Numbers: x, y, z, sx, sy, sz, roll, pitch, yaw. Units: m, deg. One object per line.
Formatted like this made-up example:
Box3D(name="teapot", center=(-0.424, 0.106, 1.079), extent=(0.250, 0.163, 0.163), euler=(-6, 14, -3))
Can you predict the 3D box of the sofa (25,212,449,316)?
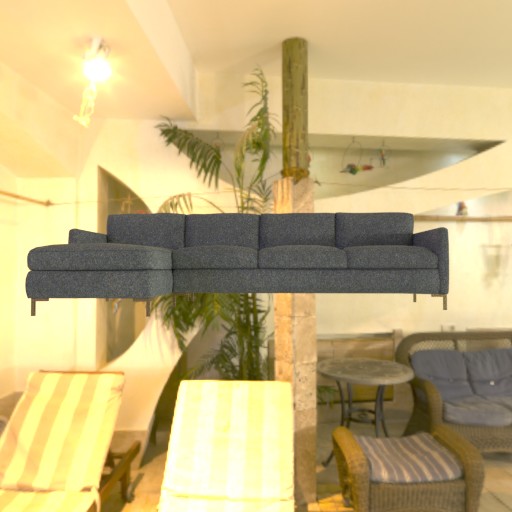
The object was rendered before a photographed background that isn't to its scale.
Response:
Box3D(name="sofa", center=(0.000, 0.000, 3.446), extent=(2.932, 0.810, 1.350), euler=(0, -2, 2))
